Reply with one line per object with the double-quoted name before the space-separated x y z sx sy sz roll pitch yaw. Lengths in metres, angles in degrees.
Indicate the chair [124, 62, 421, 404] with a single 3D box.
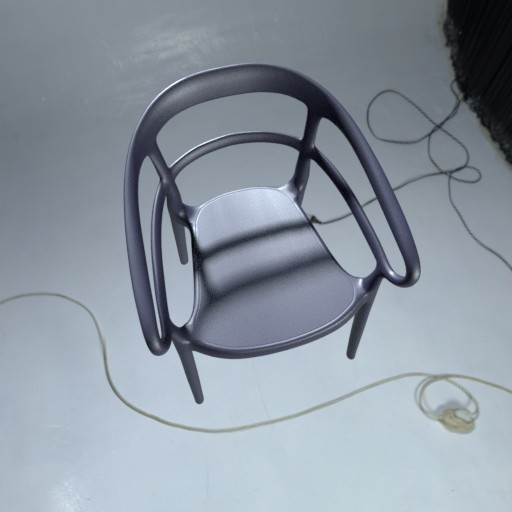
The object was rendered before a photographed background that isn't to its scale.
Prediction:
"chair" 0.000 0.000 1.154 0.559 0.761 0.527 -14 63 -7
